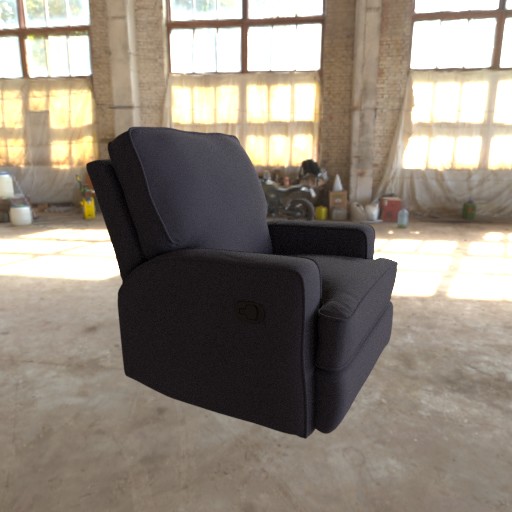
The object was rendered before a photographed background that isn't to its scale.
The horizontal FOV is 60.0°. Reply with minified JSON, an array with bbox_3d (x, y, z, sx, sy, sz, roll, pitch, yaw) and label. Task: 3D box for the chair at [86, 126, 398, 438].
[{"bbox_3d":[0.000,0.000,1.727,0.964,0.962,0.861,7,15,27],"label":"chair"}]
